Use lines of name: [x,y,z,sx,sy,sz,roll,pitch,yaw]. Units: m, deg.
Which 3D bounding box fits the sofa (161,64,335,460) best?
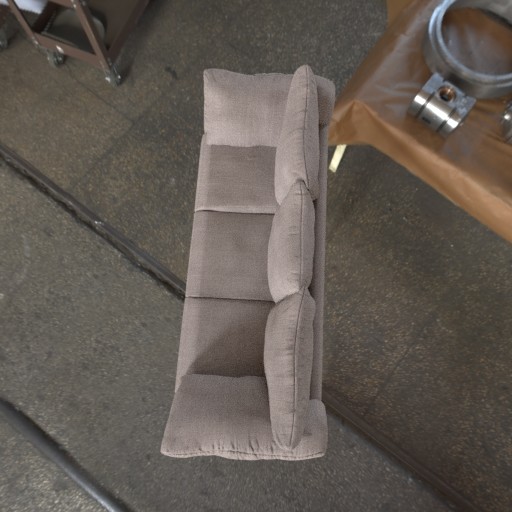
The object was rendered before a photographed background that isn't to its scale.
sofa: [0.000,0.000,2.828,0.878,0.996,2.334,4,75,1]
